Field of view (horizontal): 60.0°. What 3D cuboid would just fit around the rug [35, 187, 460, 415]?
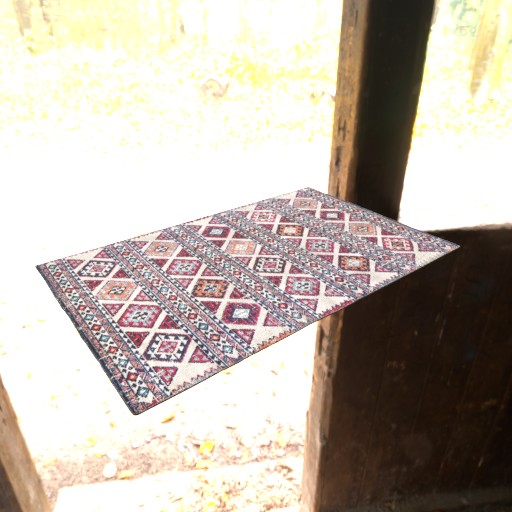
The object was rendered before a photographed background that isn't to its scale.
[{"bbox_3d":[0.000,0.000,2.979,2.440,0.010,1.545,-20,35,-32],"label":"rug"}]
